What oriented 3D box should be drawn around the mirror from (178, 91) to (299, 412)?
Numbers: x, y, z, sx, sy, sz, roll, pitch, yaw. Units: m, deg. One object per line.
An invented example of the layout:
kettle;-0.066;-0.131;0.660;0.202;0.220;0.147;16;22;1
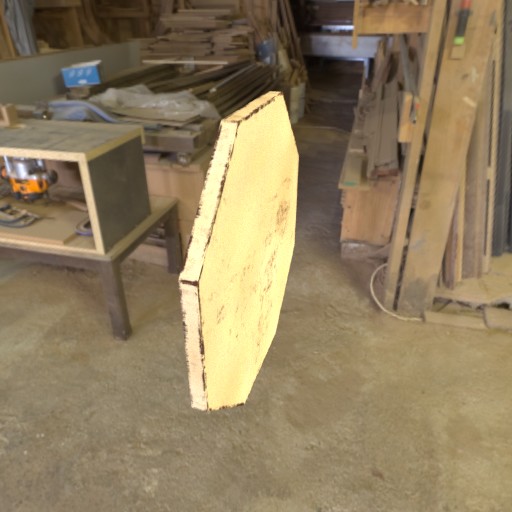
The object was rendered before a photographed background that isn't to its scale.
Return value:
mirror;0.000;0.000;0.979;0.031;0.648;0.648;9;32;15
